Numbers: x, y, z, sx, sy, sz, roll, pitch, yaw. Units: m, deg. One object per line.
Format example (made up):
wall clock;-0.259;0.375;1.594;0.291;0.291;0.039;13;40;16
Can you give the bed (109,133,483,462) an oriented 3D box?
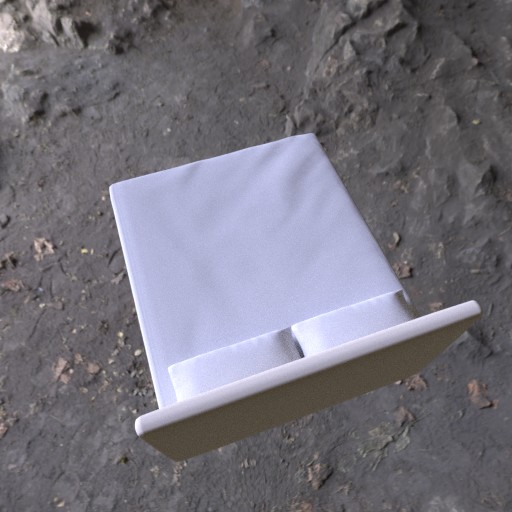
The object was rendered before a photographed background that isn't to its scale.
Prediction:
bed;0.000;0.000;3.481;2.119;1.317;2.341;-17;61;-10
